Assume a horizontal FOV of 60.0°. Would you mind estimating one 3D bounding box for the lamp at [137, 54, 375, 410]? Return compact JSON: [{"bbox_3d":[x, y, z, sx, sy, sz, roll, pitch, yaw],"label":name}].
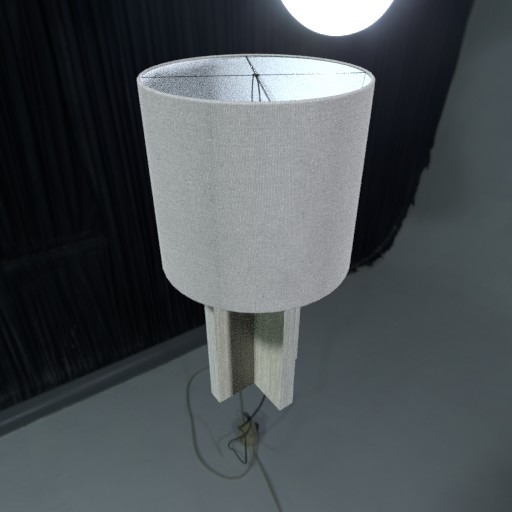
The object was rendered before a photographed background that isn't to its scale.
[{"bbox_3d":[0.000,0.000,0.551,0.229,0.428,0.229,-22,39,-30],"label":"lamp"}]
